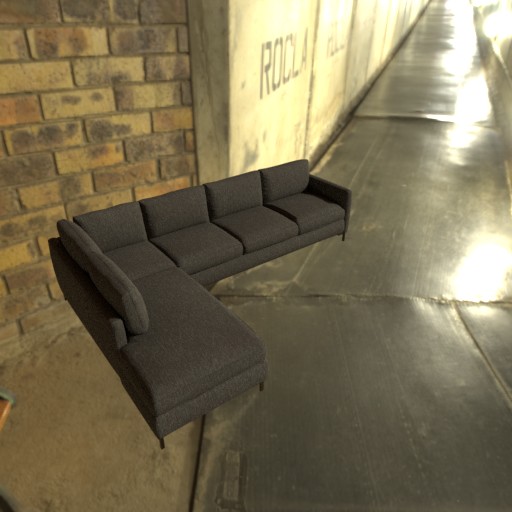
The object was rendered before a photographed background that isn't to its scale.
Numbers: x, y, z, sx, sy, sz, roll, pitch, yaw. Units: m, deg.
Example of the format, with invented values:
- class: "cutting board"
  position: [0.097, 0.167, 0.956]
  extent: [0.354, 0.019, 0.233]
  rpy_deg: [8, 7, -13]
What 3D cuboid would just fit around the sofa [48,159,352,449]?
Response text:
- class: "sofa"
  position: [0.000, 0.000, 3.876]
  extent: [2.949, 0.815, 2.007]
  rpy_deg: [-21, 36, -32]
